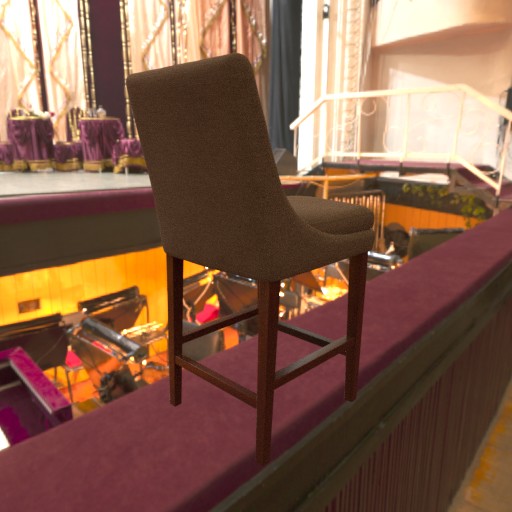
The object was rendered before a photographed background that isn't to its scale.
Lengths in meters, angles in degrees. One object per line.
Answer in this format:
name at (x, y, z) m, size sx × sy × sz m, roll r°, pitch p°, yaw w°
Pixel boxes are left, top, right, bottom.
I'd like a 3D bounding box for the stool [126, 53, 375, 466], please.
stool at (0.000, 0.000, 1.290) m, size 0.470 × 0.981 × 0.577 m, roll 13°, pitch 19°, yaw 43°
